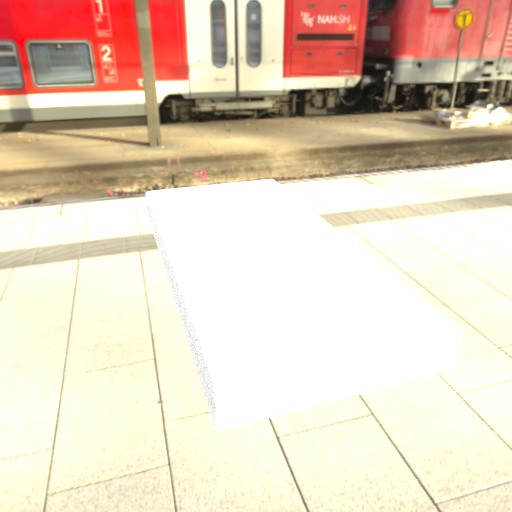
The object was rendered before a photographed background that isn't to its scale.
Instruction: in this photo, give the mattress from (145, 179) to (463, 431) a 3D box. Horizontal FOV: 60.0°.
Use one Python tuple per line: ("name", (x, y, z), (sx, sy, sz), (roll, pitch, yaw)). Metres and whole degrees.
("mattress", (0.000, 0.000, 2.256), (0.900, 0.200, 1.900), (-9, 28, -16))
